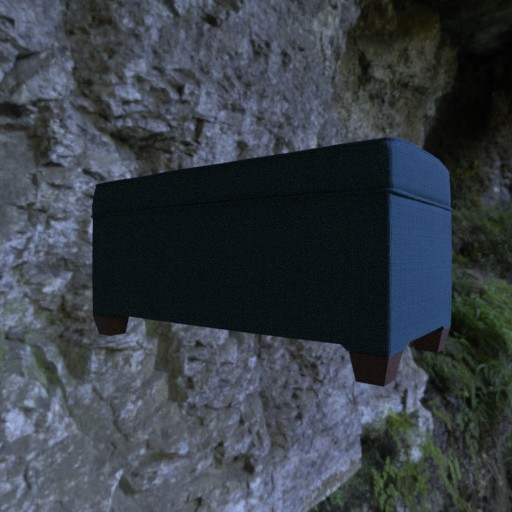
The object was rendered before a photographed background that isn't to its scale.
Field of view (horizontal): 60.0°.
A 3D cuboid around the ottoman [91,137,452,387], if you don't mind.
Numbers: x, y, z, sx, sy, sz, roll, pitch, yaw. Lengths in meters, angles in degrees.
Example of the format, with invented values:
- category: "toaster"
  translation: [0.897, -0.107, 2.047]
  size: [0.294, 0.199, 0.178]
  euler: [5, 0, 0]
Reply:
- category: "ottoman"
  translation: [0.000, 0.000, 1.233]
  size: [0.943, 0.474, 0.474]
  euler: [0, 0, 37]
